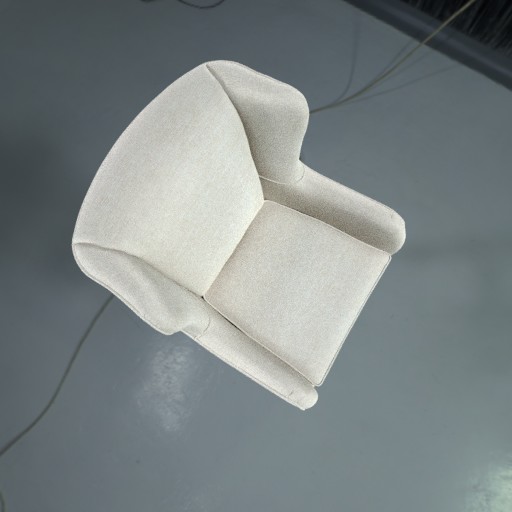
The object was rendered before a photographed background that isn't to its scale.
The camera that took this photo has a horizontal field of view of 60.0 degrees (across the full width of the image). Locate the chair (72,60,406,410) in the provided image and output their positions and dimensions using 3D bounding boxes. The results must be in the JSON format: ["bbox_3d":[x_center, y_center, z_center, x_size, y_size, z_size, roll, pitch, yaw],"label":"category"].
[{"bbox_3d":[0.000,0.000,1.753,0.966,1.040,0.838,31,78,7],"label":"chair"}]
